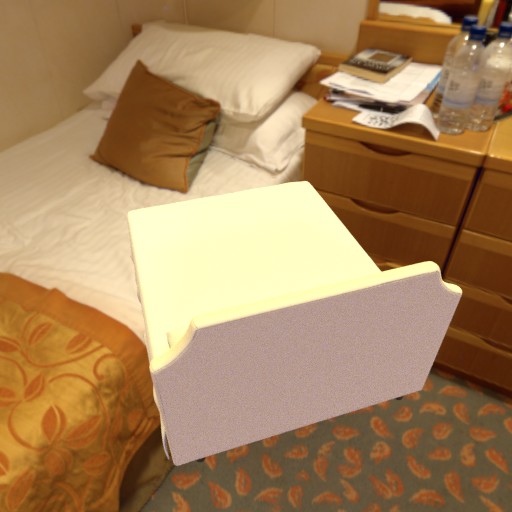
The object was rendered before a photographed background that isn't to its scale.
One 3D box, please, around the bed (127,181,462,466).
[{"bbox_3d":[0.000,0.000,4.193,2.350,1.590,2.773,-12,41,-14],"label":"bed"}]
